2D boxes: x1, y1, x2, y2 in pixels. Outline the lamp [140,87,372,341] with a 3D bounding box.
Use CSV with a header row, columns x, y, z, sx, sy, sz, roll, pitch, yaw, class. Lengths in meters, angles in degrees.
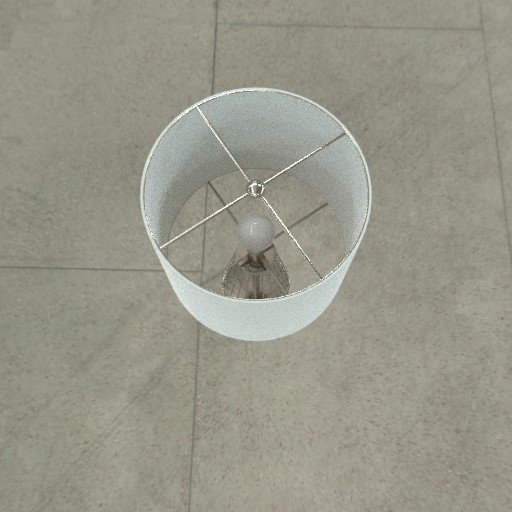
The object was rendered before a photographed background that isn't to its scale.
x,y,z,sx,sy,sz,roll,pitch,yaw,class
0.000,0.000,0.789,0.303,0.618,0.303,0,76,0,lamp
